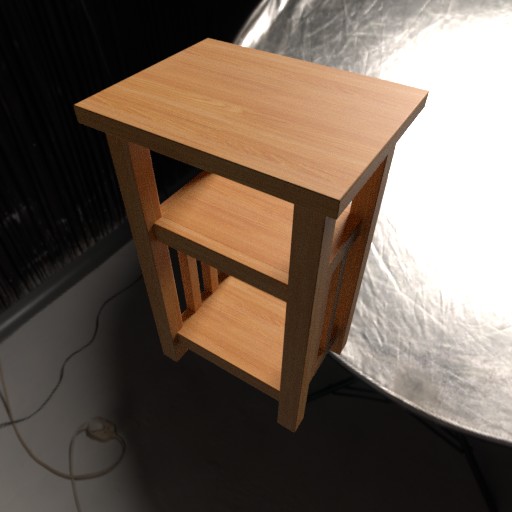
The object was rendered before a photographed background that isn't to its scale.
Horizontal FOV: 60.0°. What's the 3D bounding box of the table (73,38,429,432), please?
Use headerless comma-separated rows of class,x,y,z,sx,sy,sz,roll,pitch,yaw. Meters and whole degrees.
table,0.000,0.000,0.739,0.350,0.550,0.270,24,50,22
